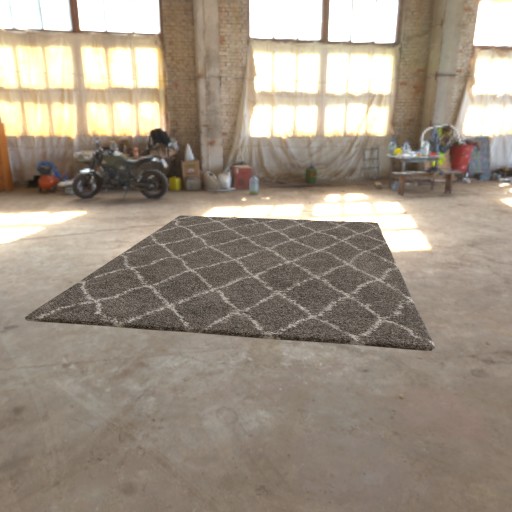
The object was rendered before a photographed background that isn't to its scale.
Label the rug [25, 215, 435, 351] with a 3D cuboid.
[{"bbox_3d":[0.000,0.000,3.994,2.438,0.029,3.047,3,18,9],"label":"rug"}]
